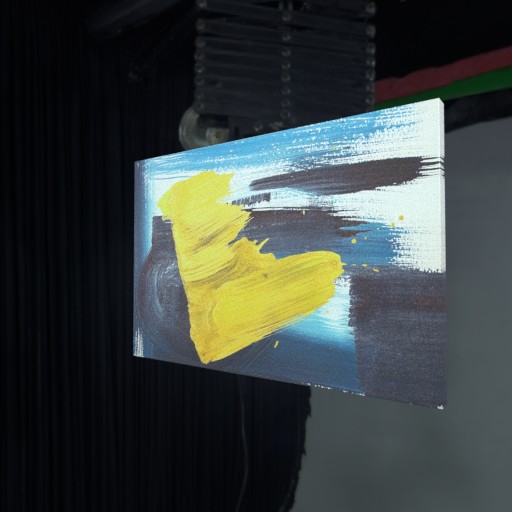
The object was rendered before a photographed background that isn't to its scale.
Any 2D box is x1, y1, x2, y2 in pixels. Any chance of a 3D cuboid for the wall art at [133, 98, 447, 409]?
[{"bbox_3d":[0.000,0.000,1.146,0.914,0.610,0.039,-1,-2,35],"label":"wall art"}]
